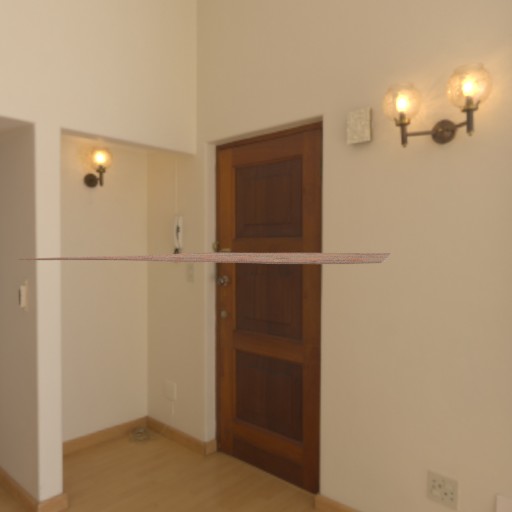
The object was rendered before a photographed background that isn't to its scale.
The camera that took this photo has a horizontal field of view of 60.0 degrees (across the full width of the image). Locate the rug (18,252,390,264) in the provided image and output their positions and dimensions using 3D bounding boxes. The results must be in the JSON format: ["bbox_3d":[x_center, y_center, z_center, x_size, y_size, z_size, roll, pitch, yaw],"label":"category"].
[{"bbox_3d":[0.000,0.000,3.945,2.263,0.022,3.029,0,1,18],"label":"rug"}]
